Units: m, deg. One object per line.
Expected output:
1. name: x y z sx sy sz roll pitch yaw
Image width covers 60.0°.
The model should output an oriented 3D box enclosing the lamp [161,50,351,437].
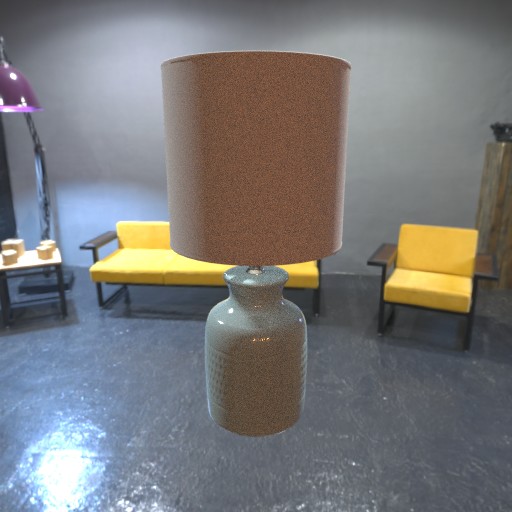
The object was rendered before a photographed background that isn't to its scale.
1. lamp: 0.000 0.000 1.105 0.418 0.871 0.418 2 15 9
